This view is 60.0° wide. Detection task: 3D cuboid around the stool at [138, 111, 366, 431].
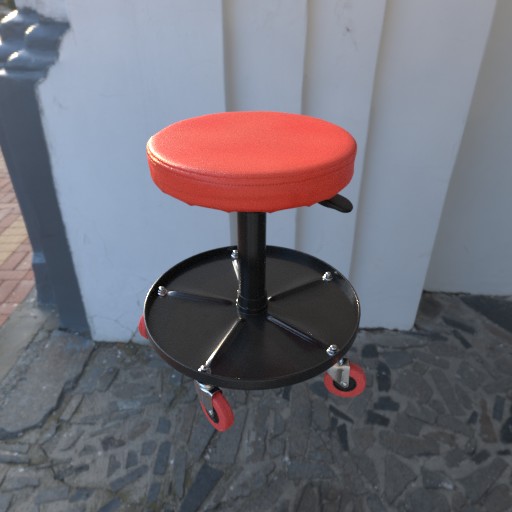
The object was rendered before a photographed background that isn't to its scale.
[{"bbox_3d":[0.000,0.000,0.672,0.382,0.365,0.381,10,34,16],"label":"stool"}]
